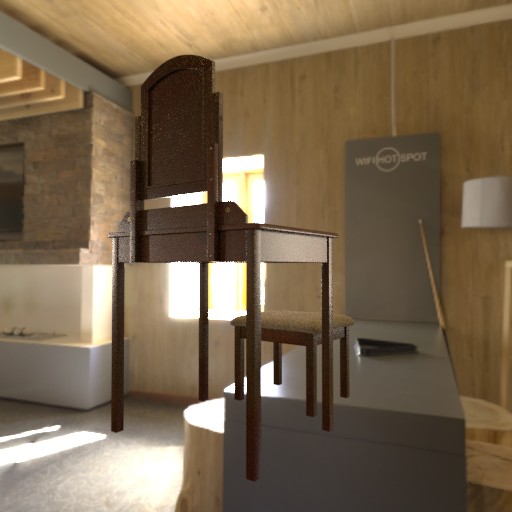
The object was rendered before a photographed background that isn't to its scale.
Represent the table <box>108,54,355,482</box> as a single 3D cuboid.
[{"bbox_3d":[0.000,0.000,2.292,0.876,1.631,1.211,-1,-2,36],"label":"table"}]
